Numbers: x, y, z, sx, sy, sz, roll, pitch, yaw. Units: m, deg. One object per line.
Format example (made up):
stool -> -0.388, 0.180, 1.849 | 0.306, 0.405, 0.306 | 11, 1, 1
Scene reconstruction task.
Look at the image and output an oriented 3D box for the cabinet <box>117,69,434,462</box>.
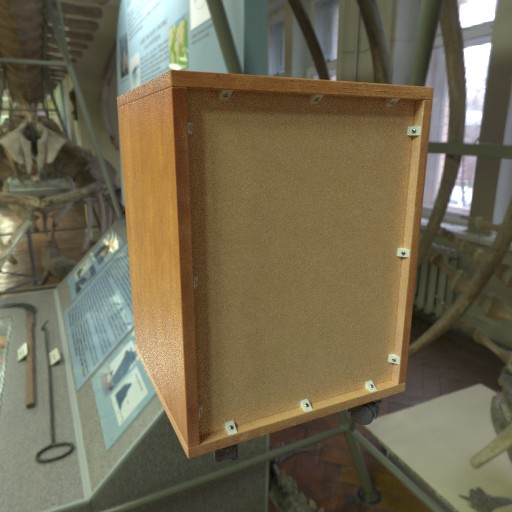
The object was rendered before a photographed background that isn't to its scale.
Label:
cabinet -> 0.000, 0.000, 0.837 | 0.409, 0.579, 0.401 | -7, 16, -25
